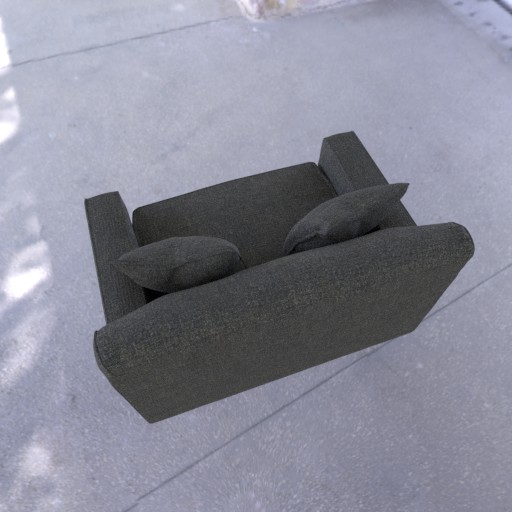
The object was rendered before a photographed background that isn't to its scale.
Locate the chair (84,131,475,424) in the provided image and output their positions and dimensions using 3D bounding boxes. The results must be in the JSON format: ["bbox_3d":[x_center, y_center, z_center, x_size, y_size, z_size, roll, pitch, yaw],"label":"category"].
[{"bbox_3d":[0.000,0.000,2.066,1.383,0.948,1.000,-17,59,-10],"label":"chair"}]
